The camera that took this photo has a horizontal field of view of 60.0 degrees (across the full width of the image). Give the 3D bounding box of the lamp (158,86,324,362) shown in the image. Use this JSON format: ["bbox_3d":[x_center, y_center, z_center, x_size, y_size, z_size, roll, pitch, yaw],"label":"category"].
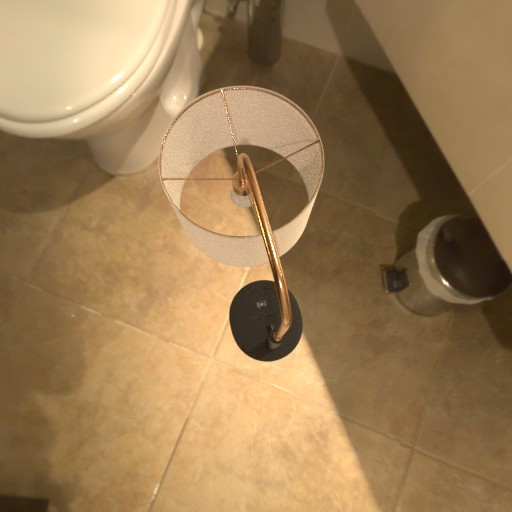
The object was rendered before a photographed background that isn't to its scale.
[{"bbox_3d":[0.000,0.000,0.725,0.199,0.540,0.337,-14,76,-4],"label":"lamp"}]
